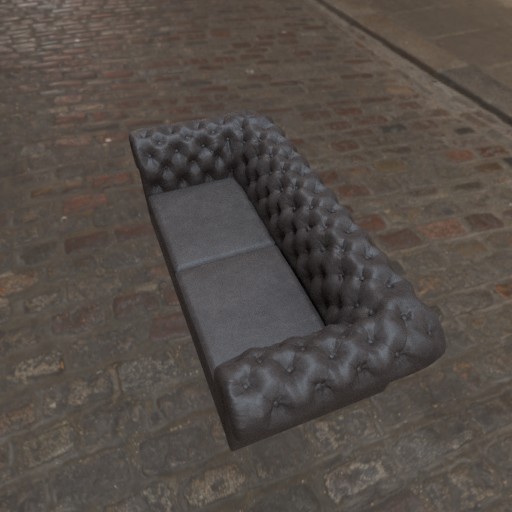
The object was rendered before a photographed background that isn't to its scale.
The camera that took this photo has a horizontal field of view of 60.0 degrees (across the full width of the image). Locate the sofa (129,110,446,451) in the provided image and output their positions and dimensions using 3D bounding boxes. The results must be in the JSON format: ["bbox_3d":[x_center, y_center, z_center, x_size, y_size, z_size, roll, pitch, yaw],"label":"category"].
[{"bbox_3d":[0.000,0.000,2.466,0.944,0.779,2.048,-16,48,-15],"label":"sofa"}]
